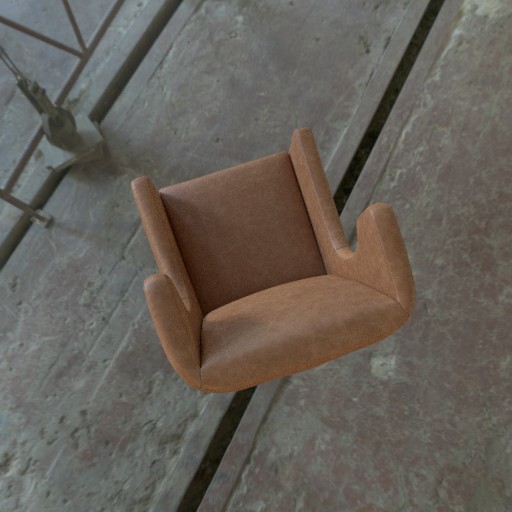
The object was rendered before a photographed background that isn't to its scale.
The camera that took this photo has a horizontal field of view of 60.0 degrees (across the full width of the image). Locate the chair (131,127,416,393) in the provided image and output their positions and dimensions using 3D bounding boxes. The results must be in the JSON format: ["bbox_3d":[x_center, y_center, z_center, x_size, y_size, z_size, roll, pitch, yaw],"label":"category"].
[{"bbox_3d":[0.000,0.000,1.693,0.766,1.079,0.899,-18,76,-5],"label":"chair"}]
